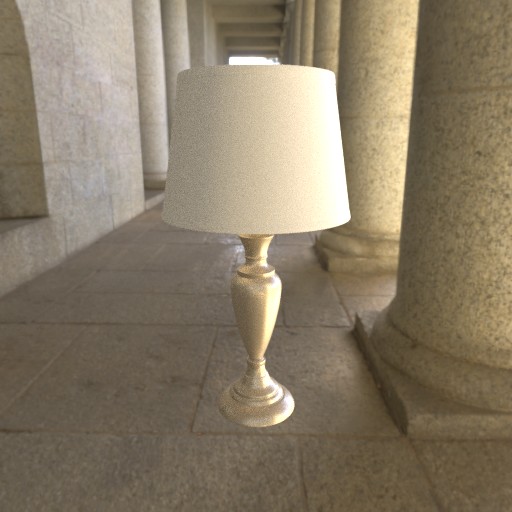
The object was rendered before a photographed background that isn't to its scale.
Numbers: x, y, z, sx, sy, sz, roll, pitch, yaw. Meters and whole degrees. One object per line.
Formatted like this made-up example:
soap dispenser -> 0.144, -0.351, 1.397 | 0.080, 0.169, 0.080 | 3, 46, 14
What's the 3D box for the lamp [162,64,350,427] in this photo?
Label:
lamp -> 0.000, 0.000, 0.807 | 0.328, 0.612, 0.328 | 0, 15, 0
